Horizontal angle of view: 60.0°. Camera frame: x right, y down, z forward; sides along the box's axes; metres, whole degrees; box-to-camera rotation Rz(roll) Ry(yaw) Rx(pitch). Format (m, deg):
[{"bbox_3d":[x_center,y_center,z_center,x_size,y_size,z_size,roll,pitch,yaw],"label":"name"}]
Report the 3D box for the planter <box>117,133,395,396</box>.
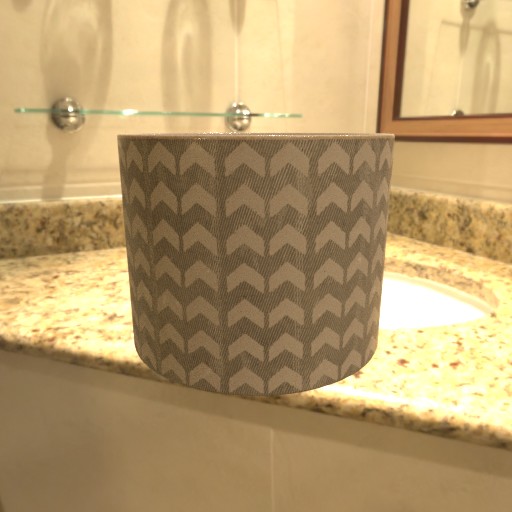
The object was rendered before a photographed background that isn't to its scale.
[{"bbox_3d":[0.000,0.000,0.449,0.250,0.239,0.250,0,16,0],"label":"planter"}]
